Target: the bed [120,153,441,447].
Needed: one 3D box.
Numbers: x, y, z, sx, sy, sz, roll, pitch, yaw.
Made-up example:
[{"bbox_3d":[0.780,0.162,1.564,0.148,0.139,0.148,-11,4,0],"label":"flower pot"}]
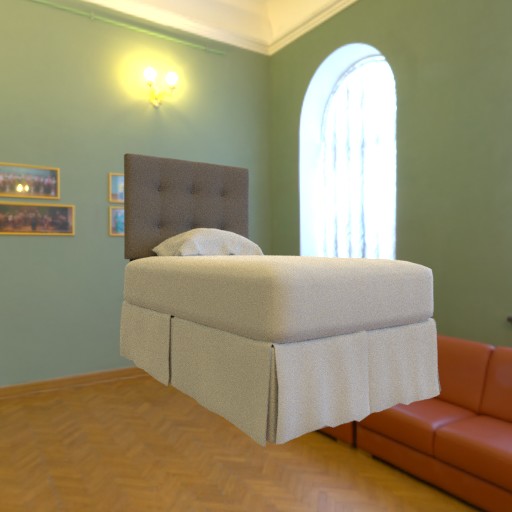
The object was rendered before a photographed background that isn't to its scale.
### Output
[{"bbox_3d":[0.000,0.000,2.963,1.261,1.571,1.997,-1,1,-35],"label":"bed"}]
